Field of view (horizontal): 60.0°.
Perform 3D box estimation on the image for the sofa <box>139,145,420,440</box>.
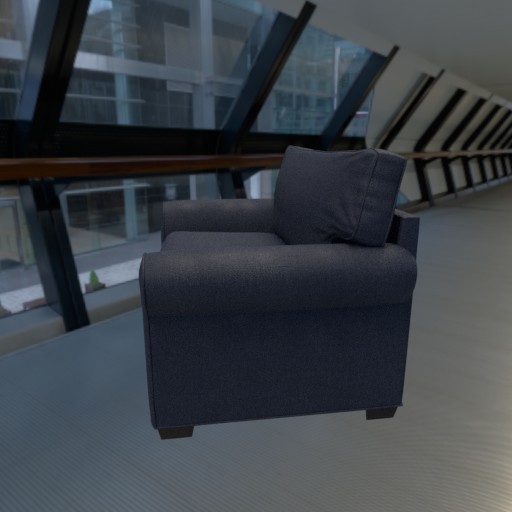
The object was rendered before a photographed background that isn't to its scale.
[{"bbox_3d":[0.000,0.000,2.078,0.938,1.004,1.405,-2,15,-8],"label":"sofa"}]
